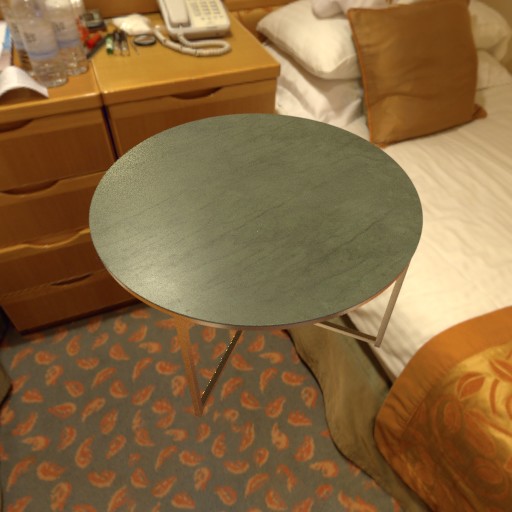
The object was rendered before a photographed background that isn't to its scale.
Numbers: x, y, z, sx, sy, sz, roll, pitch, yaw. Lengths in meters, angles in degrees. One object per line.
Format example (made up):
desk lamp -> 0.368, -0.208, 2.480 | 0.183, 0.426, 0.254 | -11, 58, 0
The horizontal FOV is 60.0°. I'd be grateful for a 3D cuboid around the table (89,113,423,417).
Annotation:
table -> 0.000, 0.000, 1.259 | 0.800, 0.450, 0.800 | 0, 46, 0
